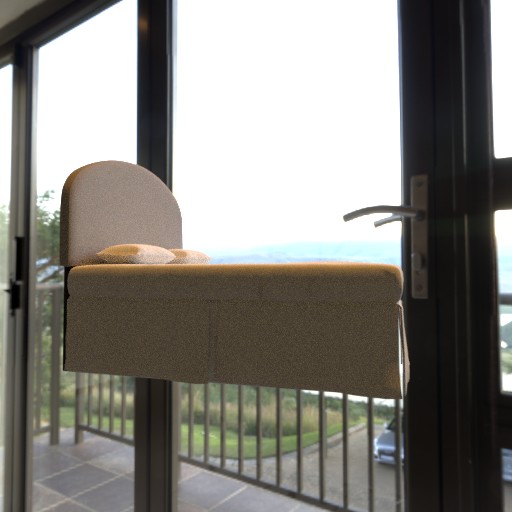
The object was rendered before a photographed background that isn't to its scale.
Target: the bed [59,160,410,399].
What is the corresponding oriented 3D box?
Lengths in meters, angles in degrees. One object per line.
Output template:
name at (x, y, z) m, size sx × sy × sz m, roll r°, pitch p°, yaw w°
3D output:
bed at (0.000, 0.000, 3.082) m, size 2.005 × 1.410 × 1.607 m, roll -1°, pitch -2°, yaw 17°
